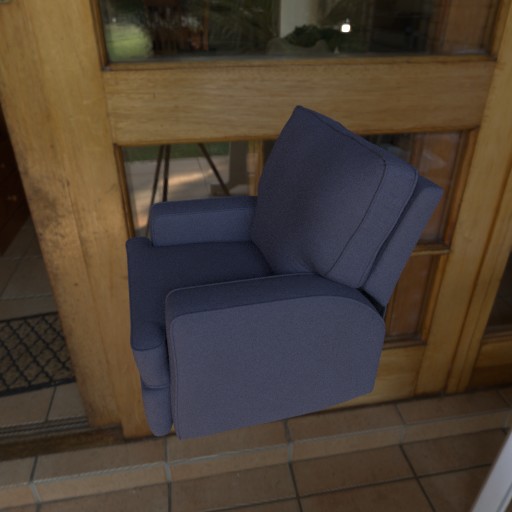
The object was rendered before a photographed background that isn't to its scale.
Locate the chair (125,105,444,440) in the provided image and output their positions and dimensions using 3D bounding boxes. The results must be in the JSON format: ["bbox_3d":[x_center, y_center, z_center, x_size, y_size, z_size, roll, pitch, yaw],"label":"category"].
[{"bbox_3d":[0.000,0.000,1.685,0.964,0.962,0.861,-8,31,-14],"label":"chair"}]
